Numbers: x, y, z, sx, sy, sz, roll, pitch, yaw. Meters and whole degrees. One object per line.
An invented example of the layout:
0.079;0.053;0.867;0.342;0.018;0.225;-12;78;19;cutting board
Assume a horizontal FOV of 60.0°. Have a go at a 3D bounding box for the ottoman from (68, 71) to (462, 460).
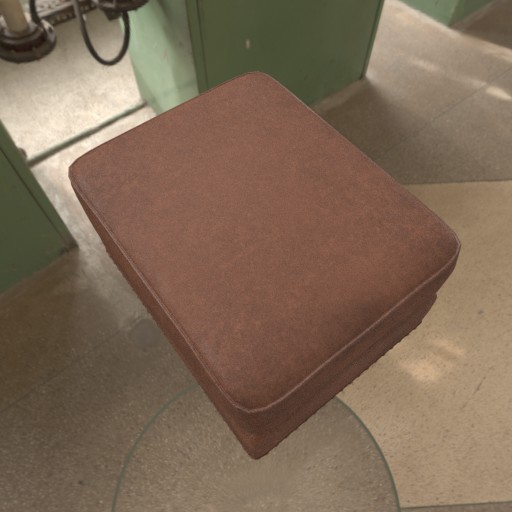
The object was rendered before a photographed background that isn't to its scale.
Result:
0.000;0.000;1.119;0.589;0.537;0.738;-34;65;-18;ottoman
